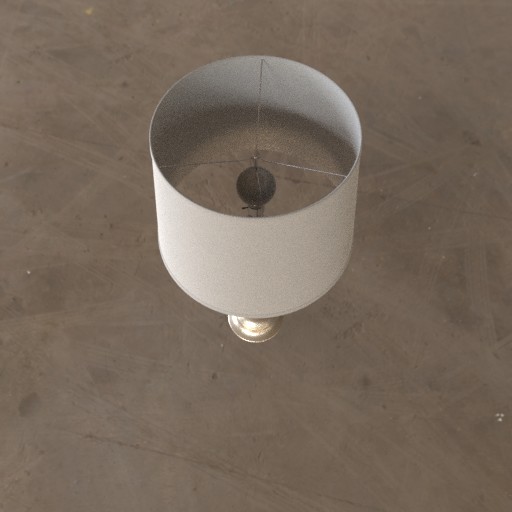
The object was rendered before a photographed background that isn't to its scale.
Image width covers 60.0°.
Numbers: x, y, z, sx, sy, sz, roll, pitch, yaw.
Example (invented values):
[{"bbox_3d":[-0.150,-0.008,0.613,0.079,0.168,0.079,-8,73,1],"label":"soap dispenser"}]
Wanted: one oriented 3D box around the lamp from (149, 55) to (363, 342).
[{"bbox_3d":[0.000,0.000,0.856,0.331,0.698,0.331,0,63,0],"label":"lamp"}]
